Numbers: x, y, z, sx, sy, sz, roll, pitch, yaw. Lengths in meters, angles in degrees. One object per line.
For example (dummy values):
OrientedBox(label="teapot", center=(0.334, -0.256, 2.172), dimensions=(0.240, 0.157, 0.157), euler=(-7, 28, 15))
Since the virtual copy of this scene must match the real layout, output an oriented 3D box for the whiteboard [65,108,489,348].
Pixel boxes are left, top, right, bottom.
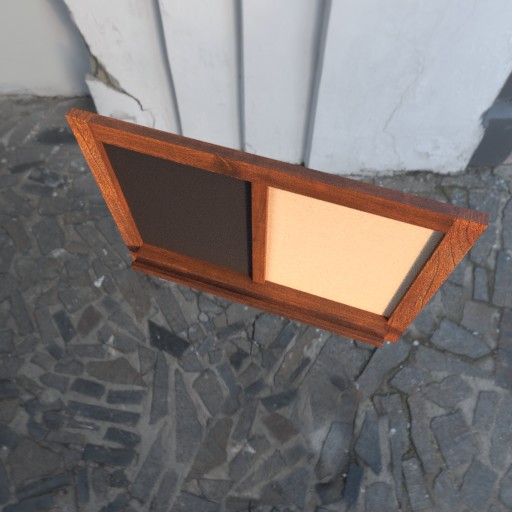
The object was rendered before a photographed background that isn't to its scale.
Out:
OrientedBox(label="whiteboard", center=(0.000, 0.000, 0.997), dimensions=(0.768, 0.553, 0.083), euler=(16, 61, 10))
